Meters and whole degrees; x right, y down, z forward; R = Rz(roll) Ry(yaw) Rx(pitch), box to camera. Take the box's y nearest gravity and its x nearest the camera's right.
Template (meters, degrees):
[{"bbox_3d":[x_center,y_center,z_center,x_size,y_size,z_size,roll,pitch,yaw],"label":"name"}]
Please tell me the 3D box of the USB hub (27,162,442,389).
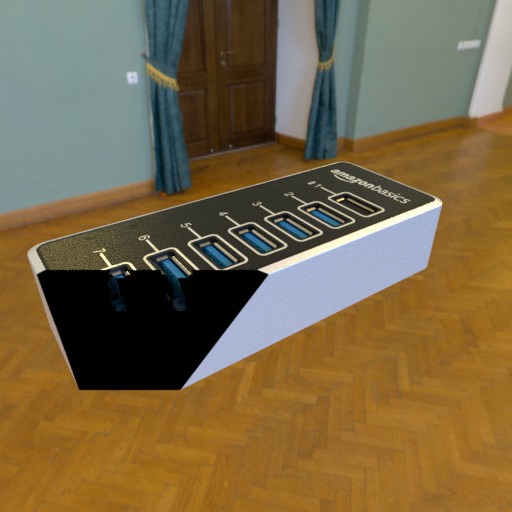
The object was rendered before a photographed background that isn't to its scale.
[{"bbox_3d":[0.000,0.000,0.127,0.110,0.023,0.044,-20,37,-29],"label":"USB hub"}]
